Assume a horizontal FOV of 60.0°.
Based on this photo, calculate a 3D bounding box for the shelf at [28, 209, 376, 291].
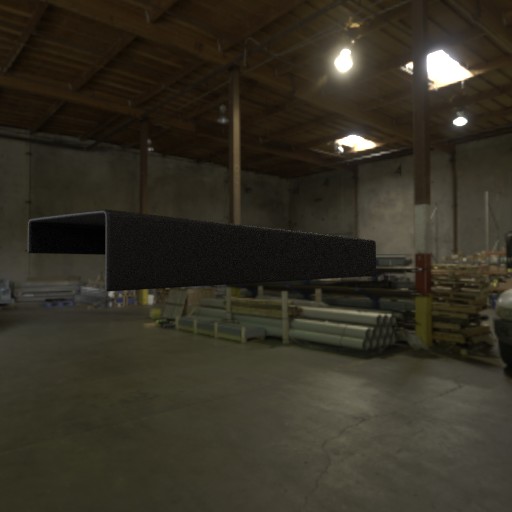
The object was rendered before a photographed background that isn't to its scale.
[{"bbox_3d":[0.000,0.000,0.494,0.102,0.053,0.456,-1,-1,36],"label":"shelf"}]
